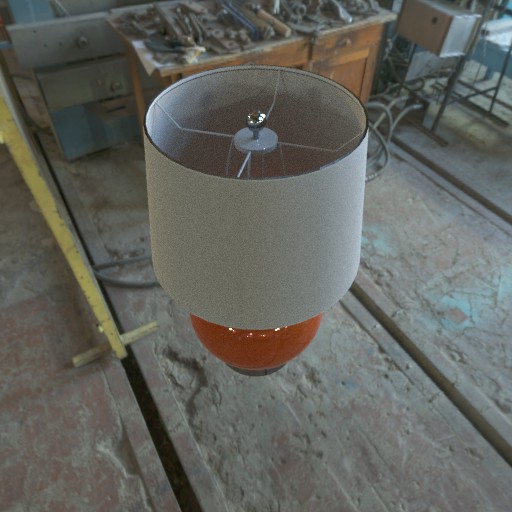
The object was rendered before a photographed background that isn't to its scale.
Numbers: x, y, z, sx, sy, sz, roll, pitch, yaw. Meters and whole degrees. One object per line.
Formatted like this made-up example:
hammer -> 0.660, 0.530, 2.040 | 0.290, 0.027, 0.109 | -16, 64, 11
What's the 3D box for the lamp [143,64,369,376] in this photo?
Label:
lamp -> 0.000, 0.000, 0.548 | 0.247, 0.387, 0.247 | 0, 47, 0
